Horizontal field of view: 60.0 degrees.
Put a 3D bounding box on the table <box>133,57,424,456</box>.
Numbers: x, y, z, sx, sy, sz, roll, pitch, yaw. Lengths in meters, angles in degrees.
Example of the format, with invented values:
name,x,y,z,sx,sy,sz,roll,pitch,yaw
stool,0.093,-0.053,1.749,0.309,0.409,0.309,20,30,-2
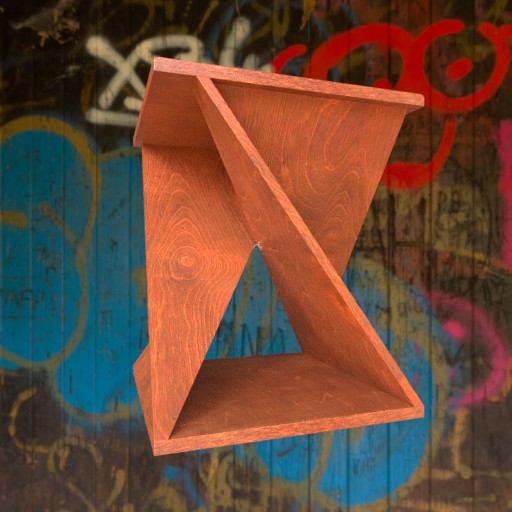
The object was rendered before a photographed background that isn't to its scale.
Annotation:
name,x,y,z,sx,sy,sz,roll,pitch,yaw
table,0.000,0.000,0.847,0.427,0.520,0.427,0,0,-19
